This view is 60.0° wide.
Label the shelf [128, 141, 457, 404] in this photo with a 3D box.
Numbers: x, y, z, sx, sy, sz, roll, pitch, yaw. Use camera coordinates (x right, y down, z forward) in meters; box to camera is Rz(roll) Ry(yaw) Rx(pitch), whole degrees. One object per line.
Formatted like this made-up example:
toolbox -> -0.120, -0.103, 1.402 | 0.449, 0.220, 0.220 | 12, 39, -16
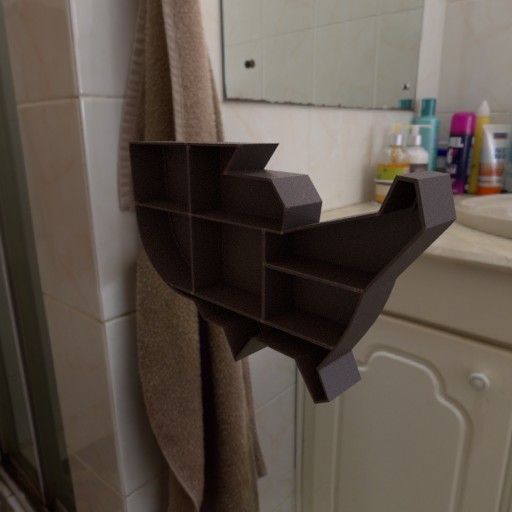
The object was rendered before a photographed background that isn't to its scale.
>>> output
shelf -> 0.000, 0.000, 0.891 | 0.729, 0.439, 0.112 | 15, 21, 42
